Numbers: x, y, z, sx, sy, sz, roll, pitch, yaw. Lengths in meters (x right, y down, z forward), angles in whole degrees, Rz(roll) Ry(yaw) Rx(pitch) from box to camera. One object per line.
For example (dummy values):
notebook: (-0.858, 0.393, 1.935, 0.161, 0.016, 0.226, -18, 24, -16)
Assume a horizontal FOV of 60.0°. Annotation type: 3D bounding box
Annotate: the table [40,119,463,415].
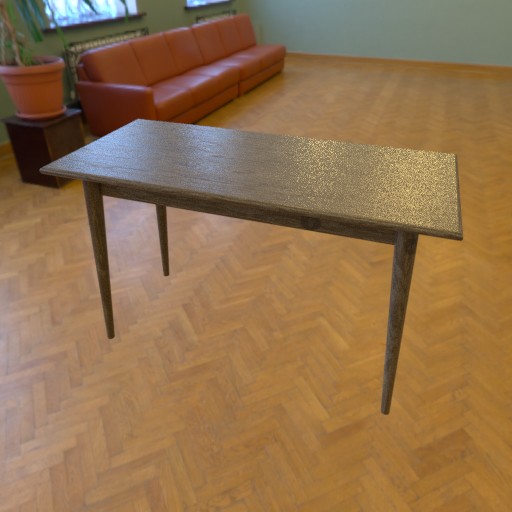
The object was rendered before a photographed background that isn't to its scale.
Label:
table: (0.000, 0.000, 1.724, 1.300, 0.780, 0.599, 11, 35, 16)
